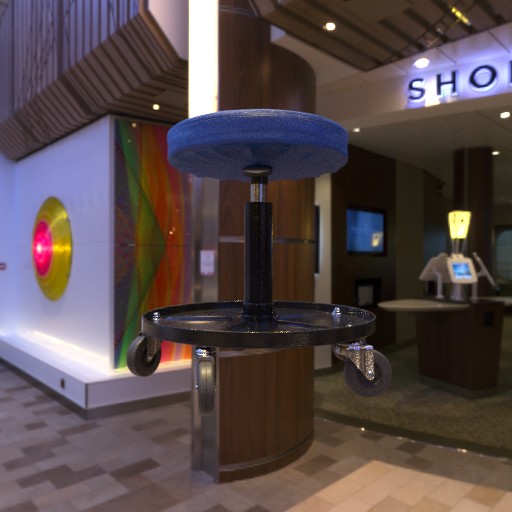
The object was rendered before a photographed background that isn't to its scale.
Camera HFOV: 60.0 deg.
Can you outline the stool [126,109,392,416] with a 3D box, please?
[{"bbox_3d":[0.000,0.000,0.671,0.381,0.365,0.382,0,0,1],"label":"stool"}]
